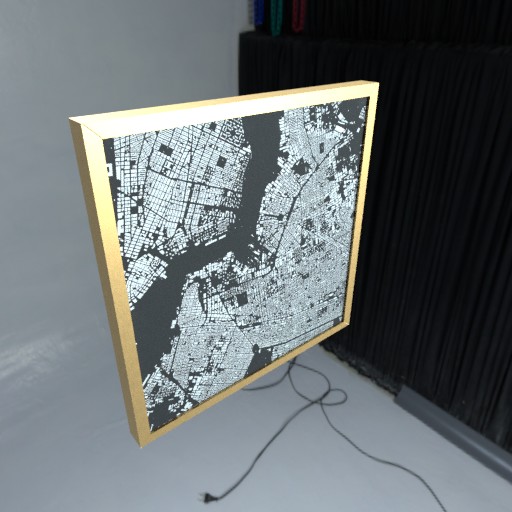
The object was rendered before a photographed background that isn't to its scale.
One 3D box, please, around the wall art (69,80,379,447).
[{"bbox_3d":[0.000,0.000,1.876,1.284,1.284,0.095,-21,35,-34],"label":"wall art"}]
